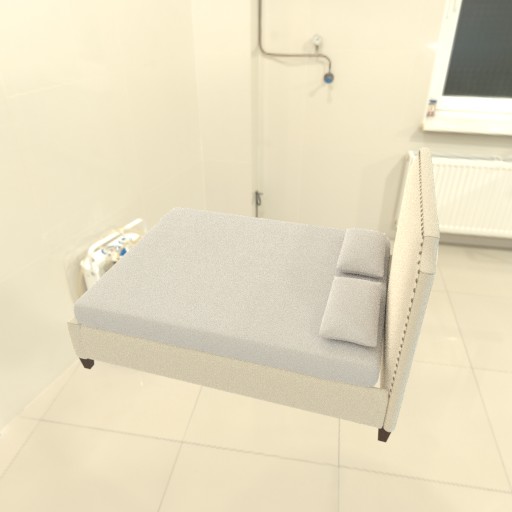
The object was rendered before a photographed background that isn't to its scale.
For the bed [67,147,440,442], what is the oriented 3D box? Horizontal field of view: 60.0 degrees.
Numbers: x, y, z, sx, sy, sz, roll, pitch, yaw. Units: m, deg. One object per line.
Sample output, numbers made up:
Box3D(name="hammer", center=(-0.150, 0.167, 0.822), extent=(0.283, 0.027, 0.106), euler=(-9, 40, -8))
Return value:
Box3D(name="bed", center=(0.000, 0.000, 3.433), extent=(2.372, 1.497, 1.712), euler=(9, 33, 14))
